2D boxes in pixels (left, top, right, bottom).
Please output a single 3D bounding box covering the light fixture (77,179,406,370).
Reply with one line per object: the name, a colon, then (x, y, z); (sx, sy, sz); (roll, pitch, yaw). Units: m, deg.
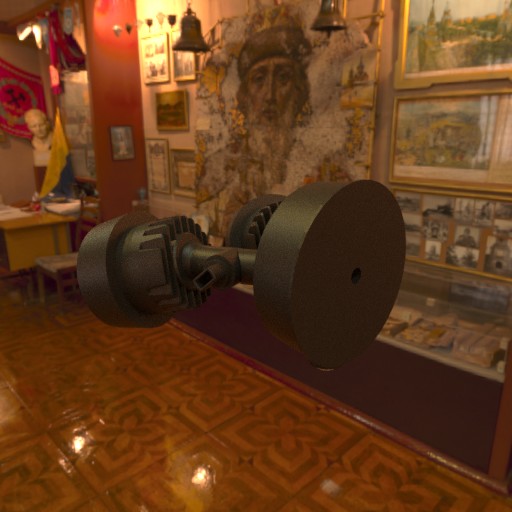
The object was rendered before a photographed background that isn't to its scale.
light fixture: (0.000, 0.000, 0.313); (0.213, 0.120, 0.168); (-14, 21, -41)
